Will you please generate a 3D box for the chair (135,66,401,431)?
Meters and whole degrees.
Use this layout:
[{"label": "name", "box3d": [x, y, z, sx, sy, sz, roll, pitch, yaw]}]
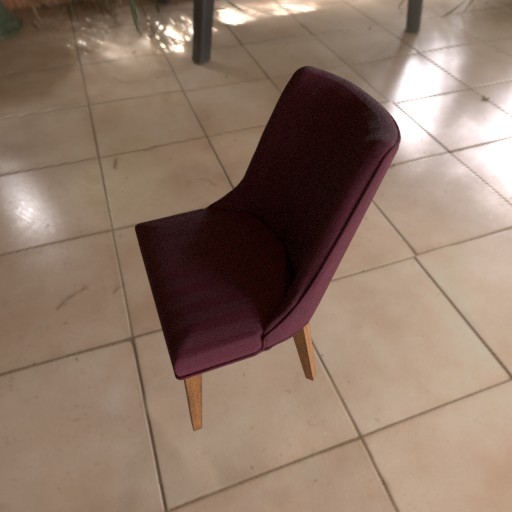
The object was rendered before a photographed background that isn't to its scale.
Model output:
[{"label": "chair", "box3d": [0.000, 0.000, 1.322, 0.638, 0.916, 0.548, -15, 49, -14]}]
